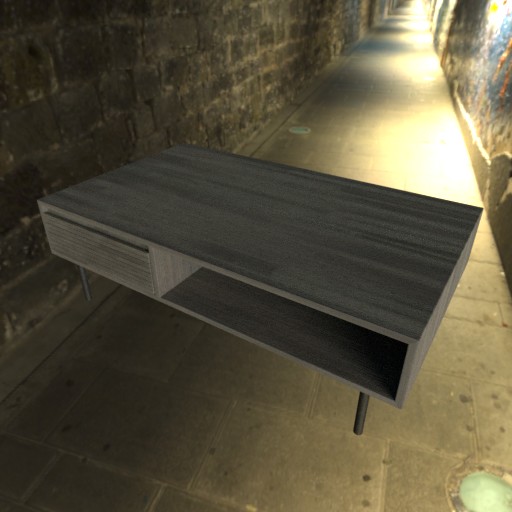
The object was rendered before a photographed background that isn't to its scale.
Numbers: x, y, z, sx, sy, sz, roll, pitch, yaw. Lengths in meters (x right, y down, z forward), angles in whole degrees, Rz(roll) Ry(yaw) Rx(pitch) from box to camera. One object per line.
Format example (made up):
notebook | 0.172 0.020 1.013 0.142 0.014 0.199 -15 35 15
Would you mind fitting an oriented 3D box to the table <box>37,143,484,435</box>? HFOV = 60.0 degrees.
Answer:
table | 0.000 0.000 1.339 1.088 0.347 0.643 19 36 28
